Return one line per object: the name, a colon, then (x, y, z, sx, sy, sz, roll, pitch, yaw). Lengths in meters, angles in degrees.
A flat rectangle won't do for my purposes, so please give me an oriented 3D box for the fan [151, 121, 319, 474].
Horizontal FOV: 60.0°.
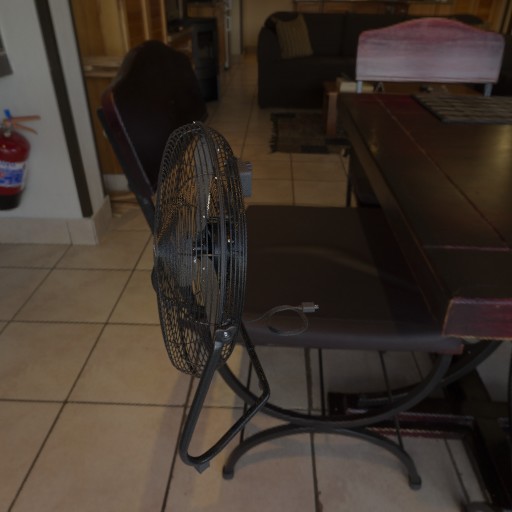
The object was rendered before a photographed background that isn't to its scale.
fan: (0.000, 0.000, 0.912, 0.424, 0.546, 0.555, -8, 32, -14)
